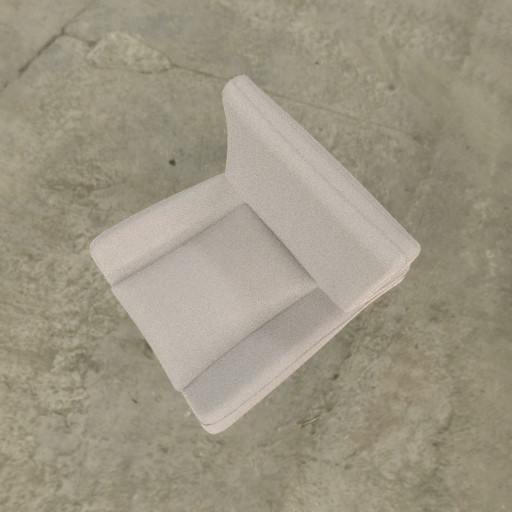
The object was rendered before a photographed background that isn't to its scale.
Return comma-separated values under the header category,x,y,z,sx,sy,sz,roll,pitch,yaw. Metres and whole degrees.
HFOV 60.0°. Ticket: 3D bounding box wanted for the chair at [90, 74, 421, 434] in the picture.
category,x,y,z,sx,sy,sz,roll,pitch,yaw
chair,0.000,0.000,1.662,1.008,0.855,0.859,-34,69,-15
